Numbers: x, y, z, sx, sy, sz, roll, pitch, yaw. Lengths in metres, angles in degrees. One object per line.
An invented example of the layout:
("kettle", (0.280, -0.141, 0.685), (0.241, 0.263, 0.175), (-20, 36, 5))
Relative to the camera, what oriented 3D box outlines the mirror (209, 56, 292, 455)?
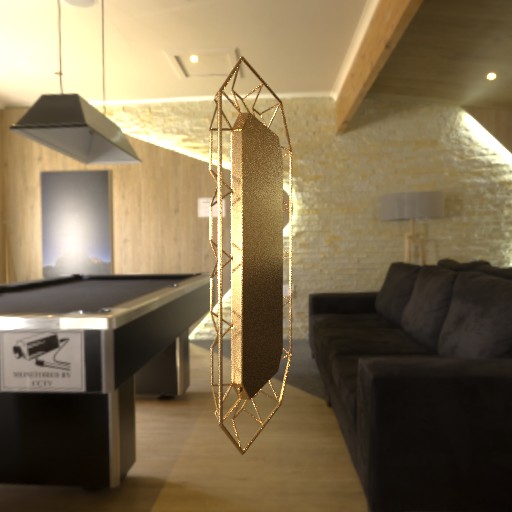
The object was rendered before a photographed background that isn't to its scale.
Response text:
("mirror", (0.000, 0.000, 1.124), (0.051, 0.870, 0.572), (1, 2, 18))
